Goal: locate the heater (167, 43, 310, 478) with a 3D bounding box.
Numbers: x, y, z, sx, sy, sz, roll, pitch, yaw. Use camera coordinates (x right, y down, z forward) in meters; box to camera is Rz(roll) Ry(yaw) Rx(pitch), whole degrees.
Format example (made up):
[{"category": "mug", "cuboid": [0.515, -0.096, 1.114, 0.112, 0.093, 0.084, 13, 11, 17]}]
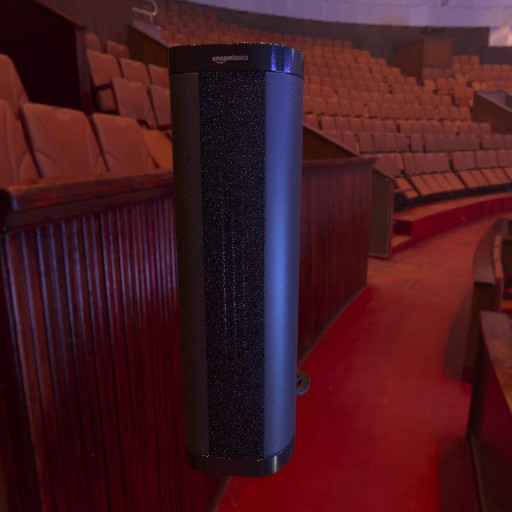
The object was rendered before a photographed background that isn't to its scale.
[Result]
[{"category": "heater", "cuboid": [0.000, 0.000, 0.693, 0.174, 0.552, 0.312, 2, 14, 9]}]
